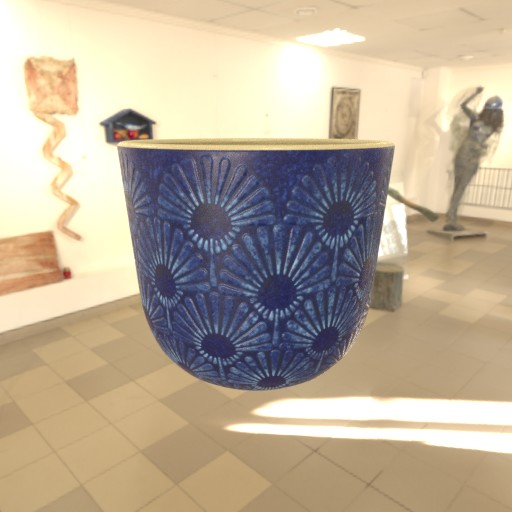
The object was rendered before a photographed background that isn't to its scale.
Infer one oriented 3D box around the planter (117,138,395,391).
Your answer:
[{"bbox_3d":[0.000,0.000,0.303,0.170,0.153,0.170,0,16,0],"label":"planter"}]
